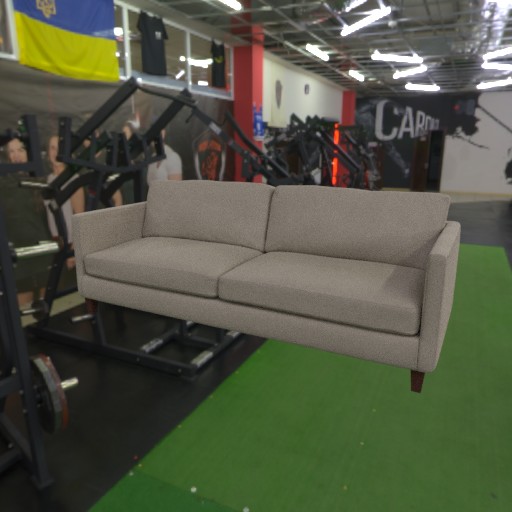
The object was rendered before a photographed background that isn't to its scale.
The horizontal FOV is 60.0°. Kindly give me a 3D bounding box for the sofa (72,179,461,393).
[{"bbox_3d":[0.000,0.000,2.946,2.404,0.912,0.988,7,16,27],"label":"sofa"}]
